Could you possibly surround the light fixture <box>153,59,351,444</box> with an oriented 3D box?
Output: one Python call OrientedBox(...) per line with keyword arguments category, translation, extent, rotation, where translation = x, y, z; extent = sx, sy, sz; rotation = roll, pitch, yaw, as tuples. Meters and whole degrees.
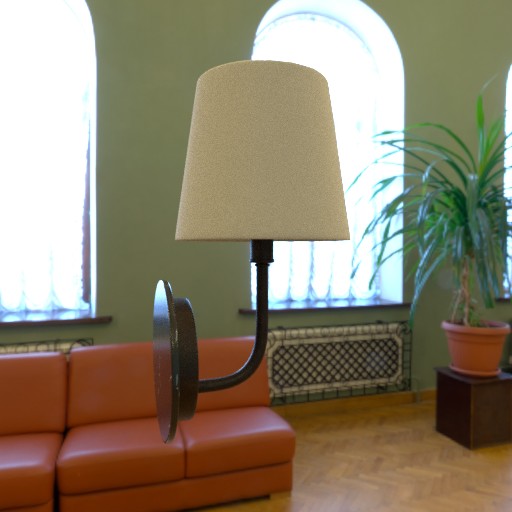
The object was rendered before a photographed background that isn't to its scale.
OrientedBox(category="light fixture", translation=(0.000, 0.000, 0.440), extent=(0.188, 0.337, 0.168), rotation=(0, 1, -19))
